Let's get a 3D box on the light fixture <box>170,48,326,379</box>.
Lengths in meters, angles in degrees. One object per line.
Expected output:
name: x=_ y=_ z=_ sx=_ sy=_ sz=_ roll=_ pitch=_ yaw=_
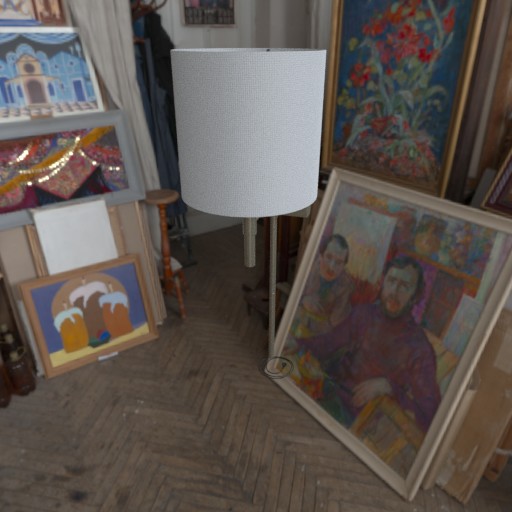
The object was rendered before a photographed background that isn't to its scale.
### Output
light fixture: x=0.000 y=0.000 z=0.697 sx=0.188 sy=0.589 sz=0.248 roll=8 pitch=27 yaw=16
